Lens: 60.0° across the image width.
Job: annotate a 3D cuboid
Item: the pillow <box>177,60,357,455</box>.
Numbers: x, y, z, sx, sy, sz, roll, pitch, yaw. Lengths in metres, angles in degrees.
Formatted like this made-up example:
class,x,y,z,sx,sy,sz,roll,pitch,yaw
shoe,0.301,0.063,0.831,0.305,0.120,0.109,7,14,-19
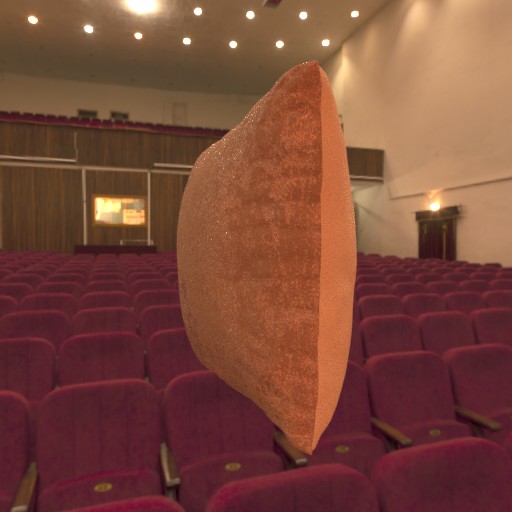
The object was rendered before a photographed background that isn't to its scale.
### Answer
class,x,y,z,sx,sy,sz,roll,pitch,yaw
pillow,0.000,0.000,0.708,0.245,0.448,0.450,0,0,-18
